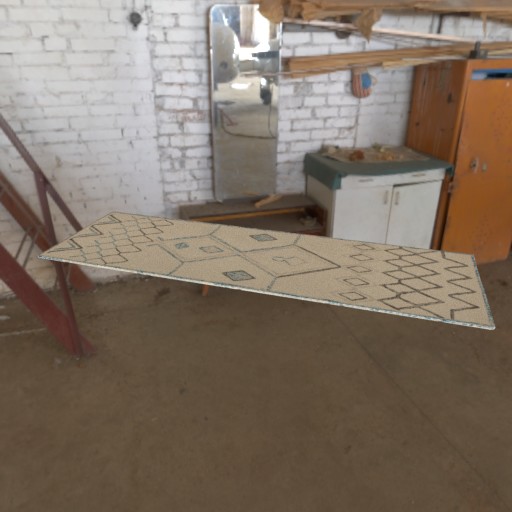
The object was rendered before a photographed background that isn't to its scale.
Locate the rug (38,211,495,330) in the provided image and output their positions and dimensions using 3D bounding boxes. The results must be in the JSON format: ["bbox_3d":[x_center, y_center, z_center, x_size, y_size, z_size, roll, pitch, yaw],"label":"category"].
[{"bbox_3d":[0.000,0.000,2.595,2.434,0.013,0.770,8,27,15],"label":"rug"}]
